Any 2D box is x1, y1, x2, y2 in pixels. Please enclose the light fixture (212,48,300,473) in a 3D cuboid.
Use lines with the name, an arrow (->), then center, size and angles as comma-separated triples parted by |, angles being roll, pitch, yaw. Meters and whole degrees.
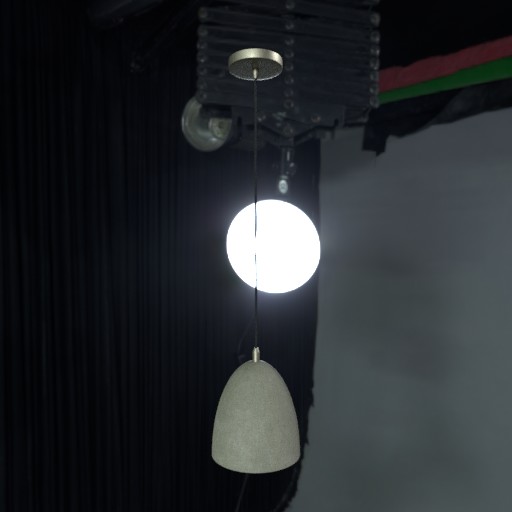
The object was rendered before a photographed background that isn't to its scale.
light fixture -> 0.000, 0.000, 0.860 | 0.170, 0.759, 0.170 | 0, 0, 36
